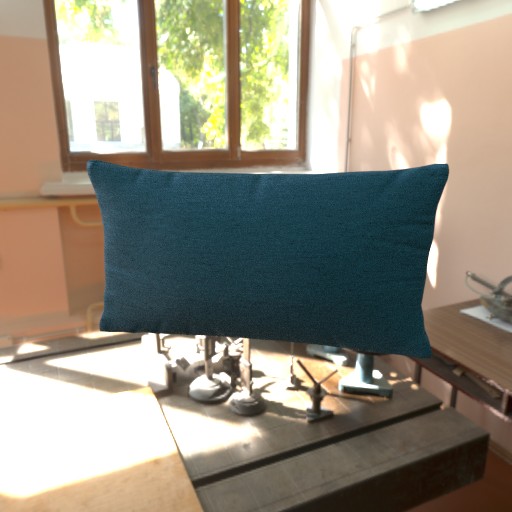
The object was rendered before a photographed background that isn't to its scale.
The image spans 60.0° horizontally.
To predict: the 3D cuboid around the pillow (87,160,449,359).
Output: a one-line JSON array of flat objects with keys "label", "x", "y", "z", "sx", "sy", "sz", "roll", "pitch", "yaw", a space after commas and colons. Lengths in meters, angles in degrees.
[{"label": "pillow", "x": 0.000, "y": 0.000, "z": 0.807, "sx": 0.633, "sy": 0.338, "sz": 0.210, "roll": 3, "pitch": 15, "yaw": 10}]
